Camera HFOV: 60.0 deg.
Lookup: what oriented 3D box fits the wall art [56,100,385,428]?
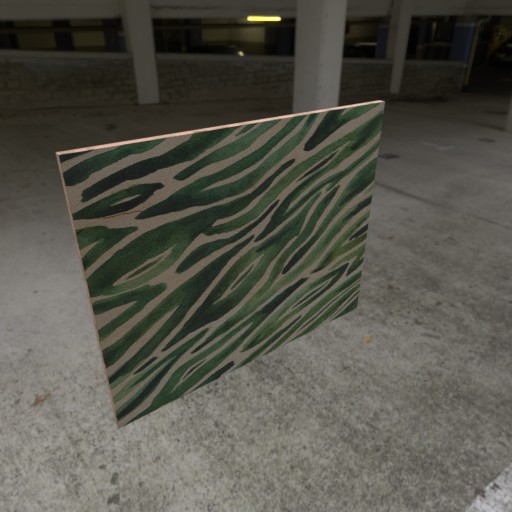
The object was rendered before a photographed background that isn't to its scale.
[{"bbox_3d":[0.000,0.000,0.686,0.508,0.408,0.012,-20,35,-31],"label":"wall art"}]
